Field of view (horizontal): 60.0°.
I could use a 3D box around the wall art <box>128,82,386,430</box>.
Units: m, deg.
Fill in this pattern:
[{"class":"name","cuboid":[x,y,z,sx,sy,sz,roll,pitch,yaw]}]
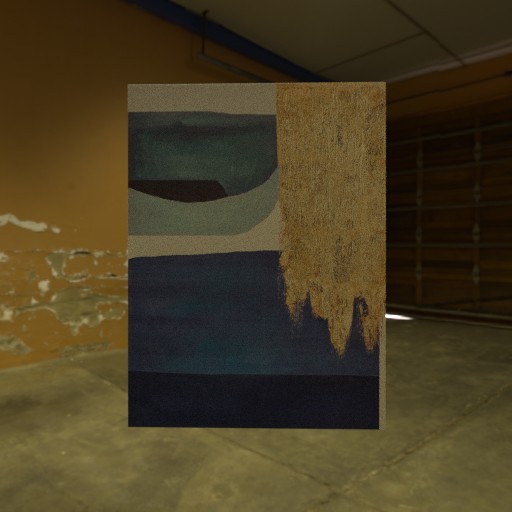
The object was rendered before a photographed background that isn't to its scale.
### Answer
[{"class":"wall art","cuboid":[0.000,0.000,0.800,0.458,0.613,0.026,0,0,1]}]
